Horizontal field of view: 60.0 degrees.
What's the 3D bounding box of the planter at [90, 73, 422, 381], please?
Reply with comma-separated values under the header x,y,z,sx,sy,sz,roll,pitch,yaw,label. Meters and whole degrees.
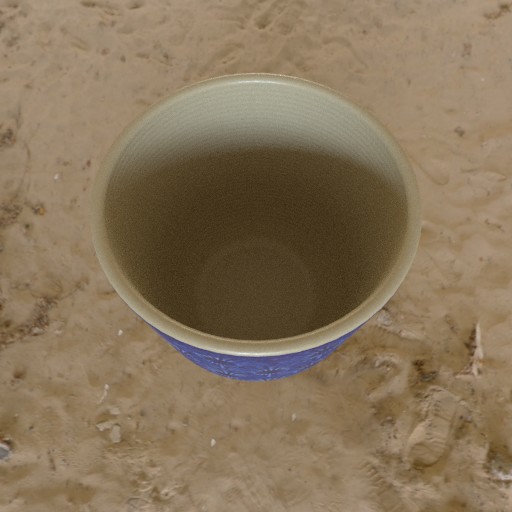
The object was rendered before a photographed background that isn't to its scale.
x,y,z,sx,sy,sz,roll,pitch,yaw,label
0.000,0.000,0.362,0.206,0.190,0.206,0,65,0,planter
